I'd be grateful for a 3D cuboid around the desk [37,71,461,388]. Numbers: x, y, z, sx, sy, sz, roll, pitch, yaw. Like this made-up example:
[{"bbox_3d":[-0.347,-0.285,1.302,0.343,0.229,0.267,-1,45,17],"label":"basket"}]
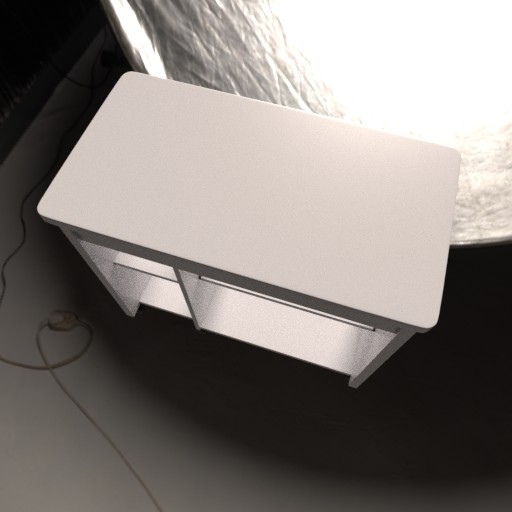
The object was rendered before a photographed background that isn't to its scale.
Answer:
[{"bbox_3d":[0.000,0.000,1.346,0.877,0.763,0.475,16,64,8],"label":"desk"}]
